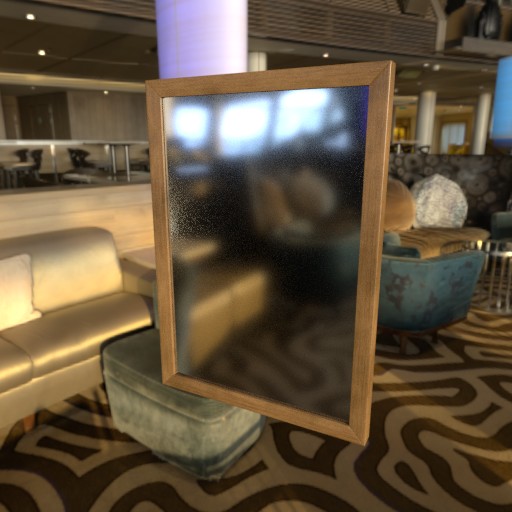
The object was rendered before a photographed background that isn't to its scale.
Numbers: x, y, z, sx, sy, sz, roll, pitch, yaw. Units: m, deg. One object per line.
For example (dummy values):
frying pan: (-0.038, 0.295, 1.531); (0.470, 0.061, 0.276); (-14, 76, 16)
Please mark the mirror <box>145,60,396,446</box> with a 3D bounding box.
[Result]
mirror: (0.000, 0.000, 0.922); (0.507, 0.710, 0.040); (7, 16, 27)
